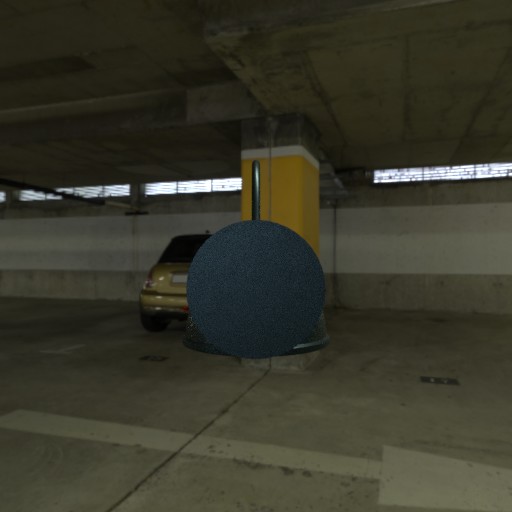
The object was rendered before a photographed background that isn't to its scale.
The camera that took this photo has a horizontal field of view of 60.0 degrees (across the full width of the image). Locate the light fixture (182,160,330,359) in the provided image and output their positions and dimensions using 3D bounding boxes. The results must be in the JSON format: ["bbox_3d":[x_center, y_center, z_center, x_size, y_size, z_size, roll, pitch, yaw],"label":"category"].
[{"bbox_3d":[0.000,0.000,0.665,0.253,0.295,0.467,0,0,0],"label":"light fixture"}]
